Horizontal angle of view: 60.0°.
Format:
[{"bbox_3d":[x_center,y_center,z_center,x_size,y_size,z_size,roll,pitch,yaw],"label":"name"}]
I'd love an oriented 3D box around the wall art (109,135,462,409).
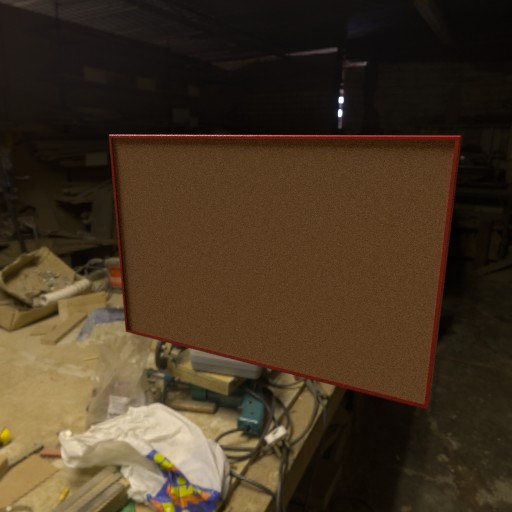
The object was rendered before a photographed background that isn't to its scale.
[{"bbox_3d":[0.000,0.000,0.771,0.607,0.405,0.033,8,17,26],"label":"wall art"}]
